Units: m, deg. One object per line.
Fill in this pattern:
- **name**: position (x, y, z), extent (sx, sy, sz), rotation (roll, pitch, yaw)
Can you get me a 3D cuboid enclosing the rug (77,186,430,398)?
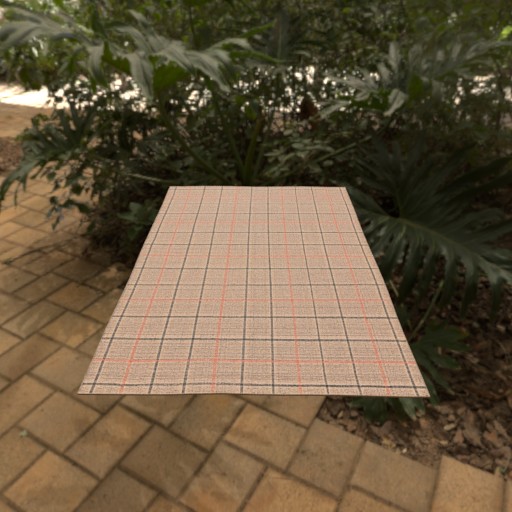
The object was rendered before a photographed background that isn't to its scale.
- **rug**: position (0.000, 0.000, 2.307), extent (1.220, 0.013, 1.829), rotation (0, 32, 1)
